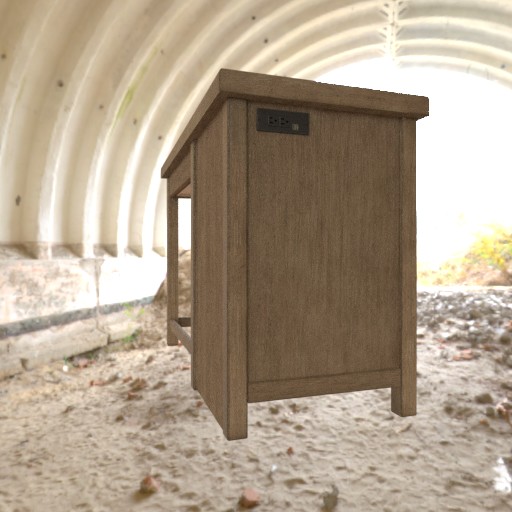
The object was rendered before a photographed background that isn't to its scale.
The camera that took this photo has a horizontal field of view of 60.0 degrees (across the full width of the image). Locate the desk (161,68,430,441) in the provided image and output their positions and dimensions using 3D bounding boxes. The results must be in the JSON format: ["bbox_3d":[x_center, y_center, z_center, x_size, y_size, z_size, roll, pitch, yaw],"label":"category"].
[{"bbox_3d":[0.000,0.000,1.768,0.610,0.912,1.289,0,0,-18],"label":"desk"}]
